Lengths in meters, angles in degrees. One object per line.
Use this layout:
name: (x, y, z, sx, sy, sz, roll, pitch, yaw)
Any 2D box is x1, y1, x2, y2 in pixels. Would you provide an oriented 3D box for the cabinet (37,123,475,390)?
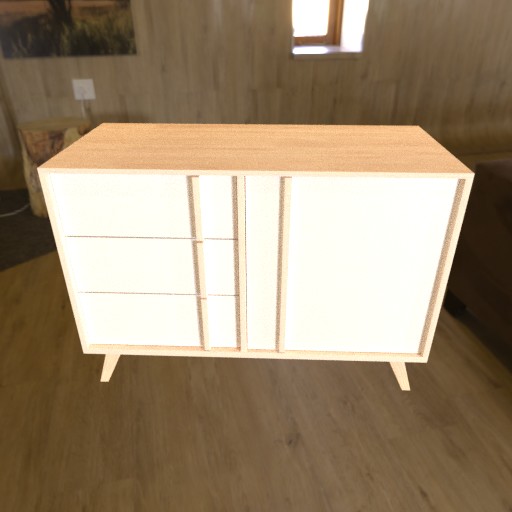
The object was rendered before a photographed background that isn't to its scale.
cabinet: (0.000, 0.000, 1.533, 1.110, 0.780, 0.500, 1, 30, 2)
